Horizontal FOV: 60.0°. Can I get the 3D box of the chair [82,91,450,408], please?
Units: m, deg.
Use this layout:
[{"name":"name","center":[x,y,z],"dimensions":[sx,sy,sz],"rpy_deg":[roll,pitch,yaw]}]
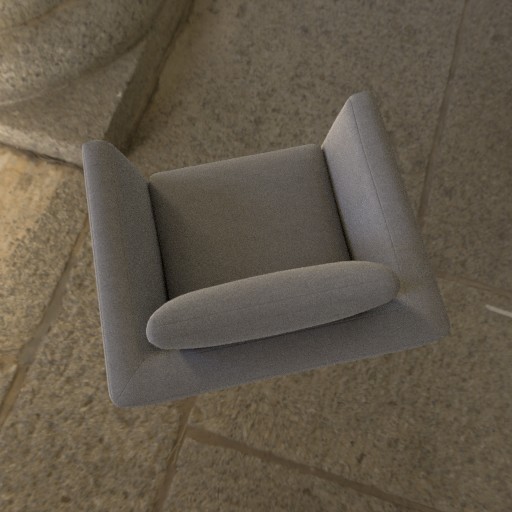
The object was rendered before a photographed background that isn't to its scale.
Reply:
[{"name":"chair","center":[0.000,0.000,1.650],"dimensions":[1.041,0.864,0.889],"rpy_deg":[-11,74,-3]}]
